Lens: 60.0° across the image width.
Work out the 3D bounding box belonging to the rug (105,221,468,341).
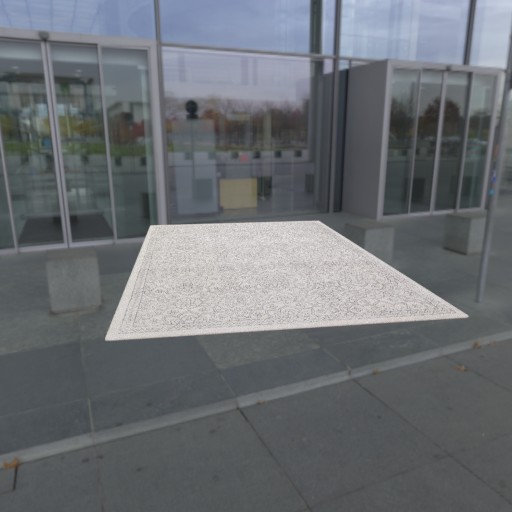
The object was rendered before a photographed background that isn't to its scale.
[{"bbox_3d":[0.000,0.000,2.899,1.524,0.011,2.286,-2,15,-8],"label":"rug"}]
